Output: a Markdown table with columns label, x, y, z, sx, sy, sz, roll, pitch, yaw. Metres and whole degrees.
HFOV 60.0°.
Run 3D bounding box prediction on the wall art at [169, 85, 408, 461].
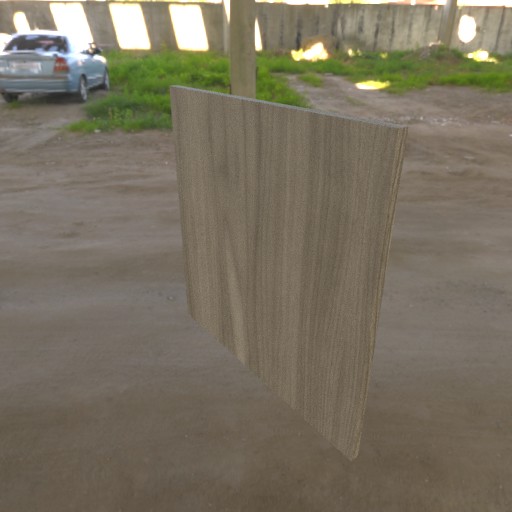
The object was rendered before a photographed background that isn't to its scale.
| label | x | y | z | sx | sy | sz | roll | pitch | yaw |
| --- | --- | --- | --- | --- | --- | --- | --- | --- | --- |
| wall art | 0.000 | 0.000 | 0.758 | 0.016 | 0.507 | 0.508 | -19 | 33 | -33 |
